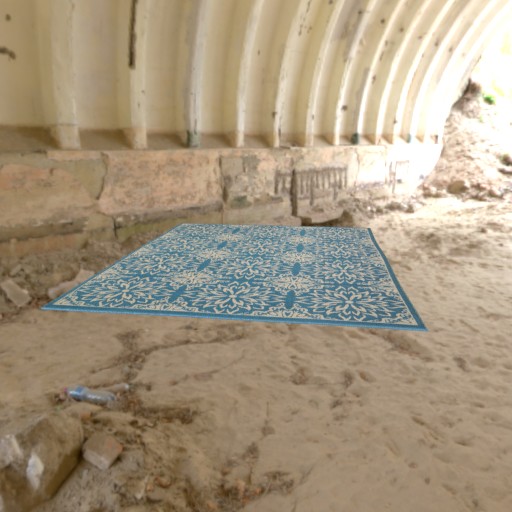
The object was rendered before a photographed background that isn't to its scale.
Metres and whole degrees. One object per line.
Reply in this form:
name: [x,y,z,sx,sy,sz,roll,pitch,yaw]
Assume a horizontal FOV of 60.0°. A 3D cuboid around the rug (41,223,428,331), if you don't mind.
rug: [0.000,0.000,4.040,2.350,0.018,2.964,2,15,8]
